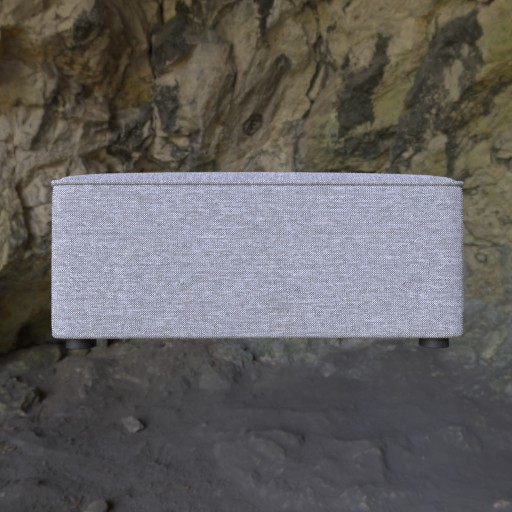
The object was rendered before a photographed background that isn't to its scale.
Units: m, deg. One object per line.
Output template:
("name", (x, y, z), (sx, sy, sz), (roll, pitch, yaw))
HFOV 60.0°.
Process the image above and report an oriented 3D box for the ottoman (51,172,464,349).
("ottoman", (0.000, 0.000, 1.535), (1.005, 0.455, 1.005), (0, -1, -1))
